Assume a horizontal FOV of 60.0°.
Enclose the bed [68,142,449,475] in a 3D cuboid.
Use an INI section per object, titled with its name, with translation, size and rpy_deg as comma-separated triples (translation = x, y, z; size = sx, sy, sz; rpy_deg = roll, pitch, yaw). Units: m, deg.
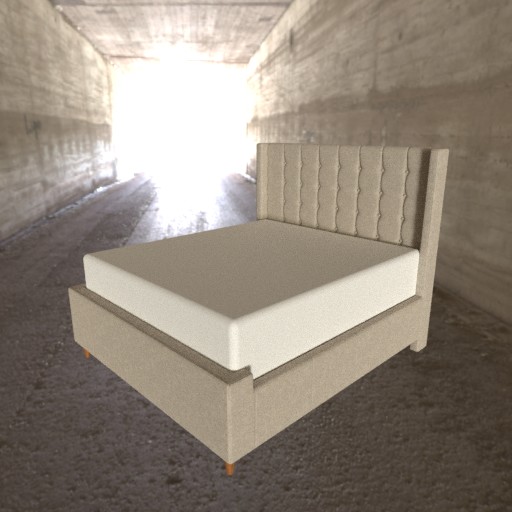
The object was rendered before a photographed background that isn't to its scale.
[bed]
translation = 0.000, 0.000, 3.687
size = 2.370, 1.743, 2.045
rpy_deg = -15, 22, -42
